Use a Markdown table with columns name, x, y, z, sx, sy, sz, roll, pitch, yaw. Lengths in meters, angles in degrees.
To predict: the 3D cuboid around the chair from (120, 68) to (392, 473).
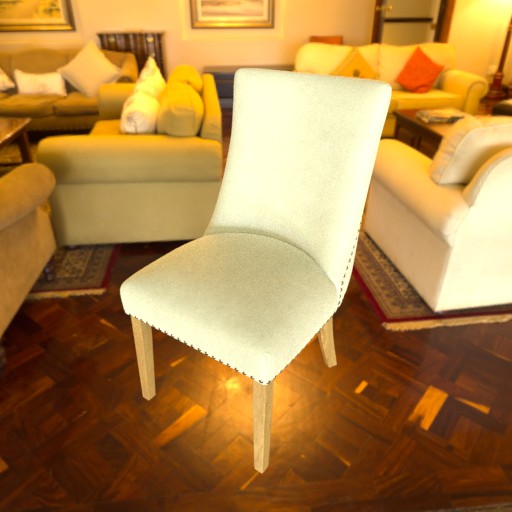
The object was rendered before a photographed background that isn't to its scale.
| name | x | y | z | sx | sy | sz | roll | pitch | yaw |
| --- | --- | --- | --- | --- | --- | --- | --- | --- | --- |
| chair | 0.000 | 0.000 | 1.249 | 0.495 | 0.902 | 0.610 | 19 | 35 | 30 |
